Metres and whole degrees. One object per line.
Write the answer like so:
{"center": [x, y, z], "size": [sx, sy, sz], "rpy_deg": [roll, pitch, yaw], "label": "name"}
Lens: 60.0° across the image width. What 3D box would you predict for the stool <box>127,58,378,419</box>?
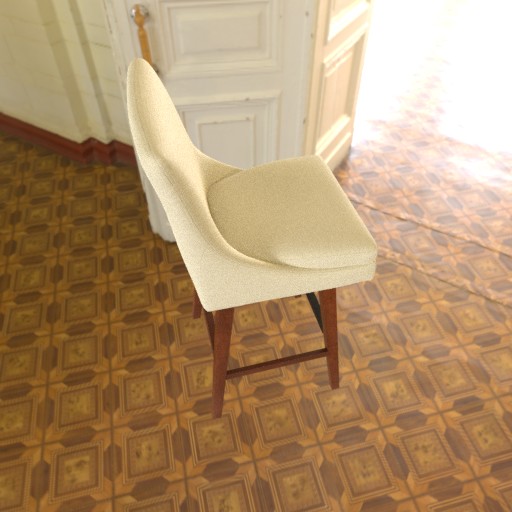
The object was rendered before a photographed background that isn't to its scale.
{"center": [0.000, 0.000, 1.361], "size": [0.559, 1.097, 0.470], "rpy_deg": [-11, 48, -10], "label": "stool"}
